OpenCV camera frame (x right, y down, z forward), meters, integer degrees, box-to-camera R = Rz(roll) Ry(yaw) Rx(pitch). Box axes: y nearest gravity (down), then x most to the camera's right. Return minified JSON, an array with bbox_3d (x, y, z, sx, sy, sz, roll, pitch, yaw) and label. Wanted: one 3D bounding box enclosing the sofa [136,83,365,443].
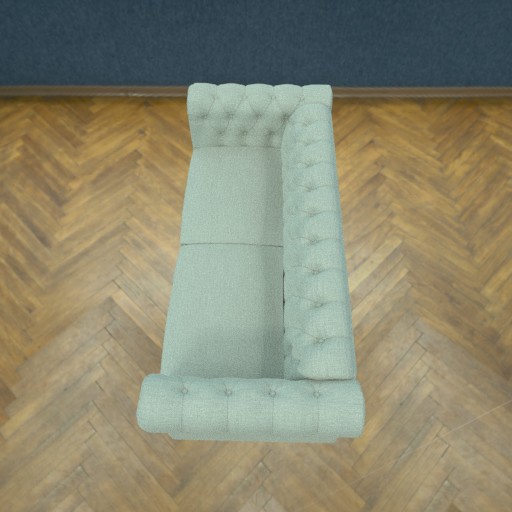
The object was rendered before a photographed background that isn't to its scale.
[{"bbox_3d":[0.000,0.000,2.237,0.783,0.797,1.798,1,58,1],"label":"sofa"}]
